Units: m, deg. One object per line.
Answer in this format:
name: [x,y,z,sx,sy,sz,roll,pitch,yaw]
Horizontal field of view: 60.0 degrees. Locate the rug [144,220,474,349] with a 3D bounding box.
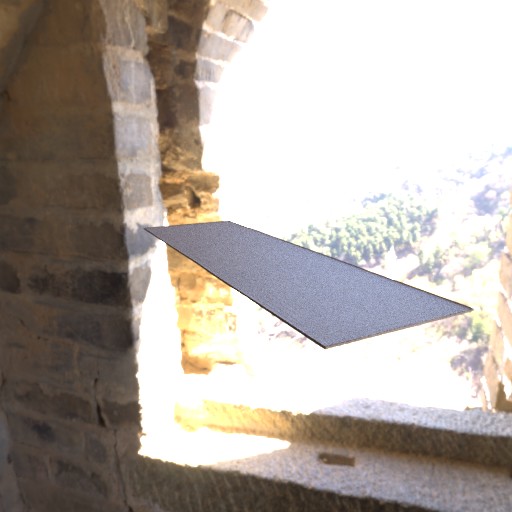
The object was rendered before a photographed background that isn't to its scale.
rug: [0.000,0.000,2.722,0.775,0.012,2.452,-7,16,-27]
